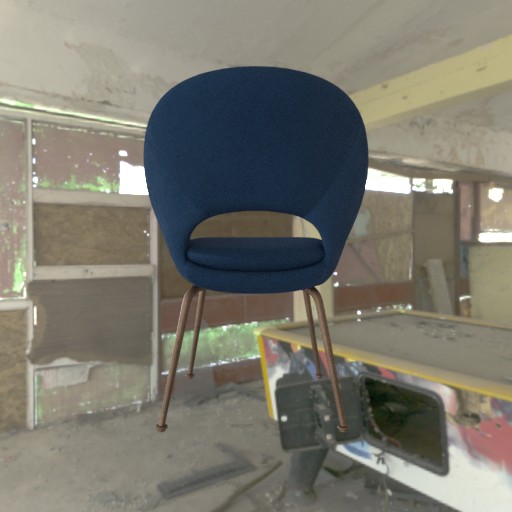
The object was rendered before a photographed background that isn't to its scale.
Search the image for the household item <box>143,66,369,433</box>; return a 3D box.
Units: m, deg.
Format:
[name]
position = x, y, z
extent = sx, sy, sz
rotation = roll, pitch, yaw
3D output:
[household item]
position = 0.000, 0.000, 1.256
extent = 0.623, 0.852, 0.573
rotation = 0, 1, 0
